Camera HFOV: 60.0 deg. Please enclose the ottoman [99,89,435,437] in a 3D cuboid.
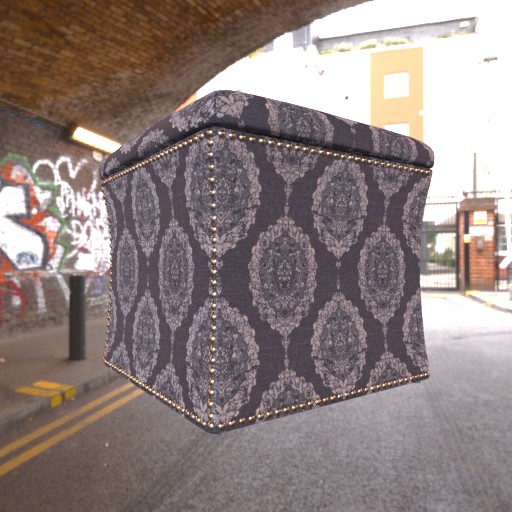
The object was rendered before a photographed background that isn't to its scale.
[{"bbox_3d":[0.000,0.000,0.882,0.497,0.475,0.507,0,0,-35],"label":"ottoman"}]
